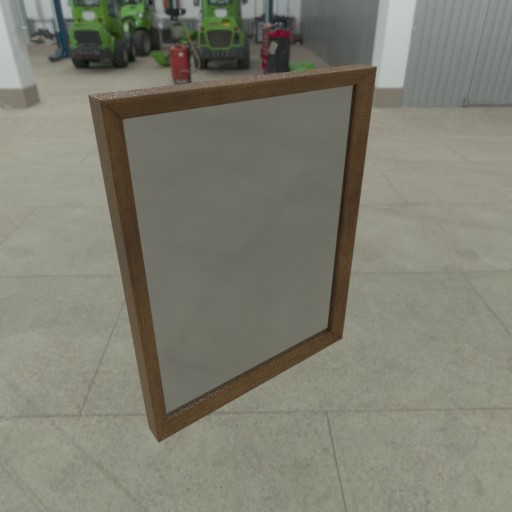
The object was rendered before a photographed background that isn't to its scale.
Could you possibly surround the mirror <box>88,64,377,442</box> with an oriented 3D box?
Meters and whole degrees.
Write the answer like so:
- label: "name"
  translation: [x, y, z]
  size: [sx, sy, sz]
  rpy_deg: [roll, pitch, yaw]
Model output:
- label: "mirror"
  translation: [0.000, 0.000, 0.675]
  size: [0.406, 0.509, 0.041]
  rpy_deg: [-21, 36, -31]
